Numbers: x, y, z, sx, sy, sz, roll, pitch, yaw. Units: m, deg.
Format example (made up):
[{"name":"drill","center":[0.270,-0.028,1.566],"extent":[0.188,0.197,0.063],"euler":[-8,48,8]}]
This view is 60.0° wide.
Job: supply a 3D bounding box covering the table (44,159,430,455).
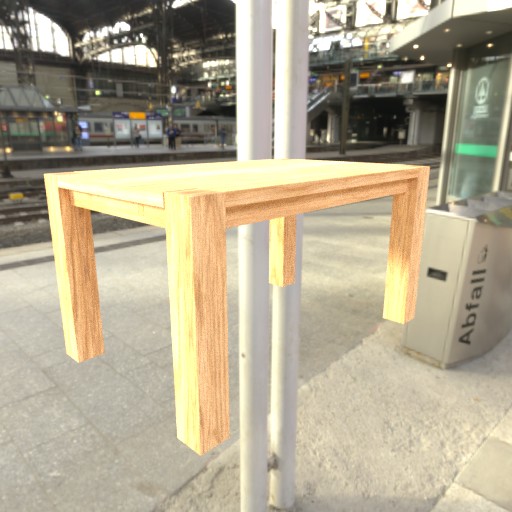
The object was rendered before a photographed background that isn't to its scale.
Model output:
[{"name":"table","center":[0.000,0.000,1.977],"extent":[0.900,0.760,1.400],"euler":[15,21,42]}]
